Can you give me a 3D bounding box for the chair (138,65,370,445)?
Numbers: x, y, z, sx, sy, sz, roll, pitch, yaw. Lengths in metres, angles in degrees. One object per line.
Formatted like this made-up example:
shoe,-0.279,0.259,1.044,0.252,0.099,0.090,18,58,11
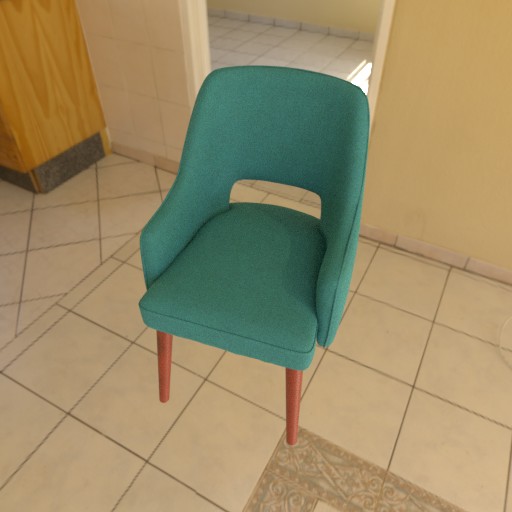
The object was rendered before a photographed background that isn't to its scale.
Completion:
chair,0.000,0.000,1.260,0.548,0.849,0.605,13,45,14
